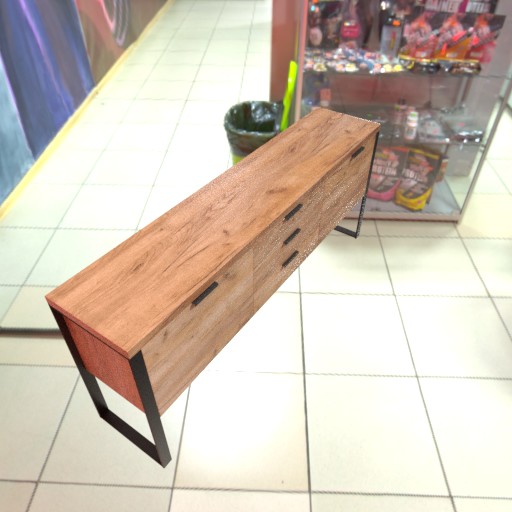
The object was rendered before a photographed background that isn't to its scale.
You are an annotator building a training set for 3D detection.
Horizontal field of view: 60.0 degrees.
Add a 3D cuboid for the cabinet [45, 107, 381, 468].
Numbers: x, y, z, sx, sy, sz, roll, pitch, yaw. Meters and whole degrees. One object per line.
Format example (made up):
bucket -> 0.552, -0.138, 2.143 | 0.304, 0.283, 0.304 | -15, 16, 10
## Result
cabinet -> 0.000, 0.000, 2.139 | 0.395, 0.762, 1.800 | 25, 47, 25
